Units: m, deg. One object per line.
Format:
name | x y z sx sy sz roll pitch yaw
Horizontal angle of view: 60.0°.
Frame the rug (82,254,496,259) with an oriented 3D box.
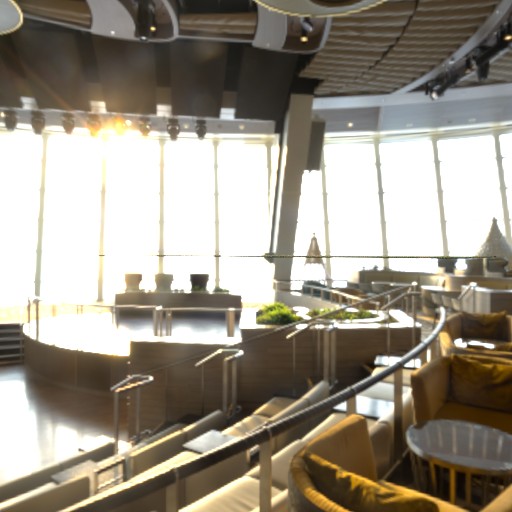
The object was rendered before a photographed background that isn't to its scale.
rug | 0.000 0.000 2.643 2.438 0.006 0.761 0 1 37
